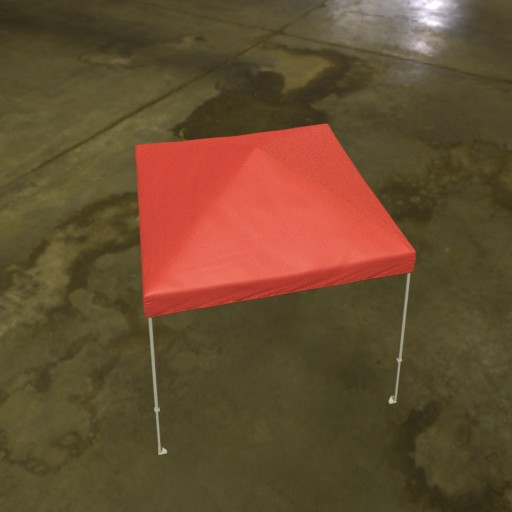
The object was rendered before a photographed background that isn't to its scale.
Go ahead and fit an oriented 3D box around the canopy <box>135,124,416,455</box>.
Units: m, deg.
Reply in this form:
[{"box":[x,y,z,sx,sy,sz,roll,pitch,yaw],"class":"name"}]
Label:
[{"box":[0.000,0.000,5.130,2.848,2.849,2.849,-9,45,-9],"class":"canopy"}]
